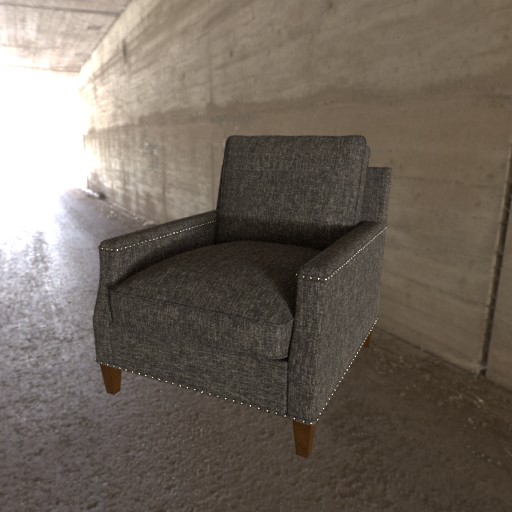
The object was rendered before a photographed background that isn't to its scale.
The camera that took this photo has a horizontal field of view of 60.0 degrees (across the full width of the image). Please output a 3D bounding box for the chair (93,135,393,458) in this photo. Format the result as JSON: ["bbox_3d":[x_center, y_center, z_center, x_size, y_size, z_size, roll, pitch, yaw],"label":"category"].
[{"bbox_3d":[0.000,0.000,1.772,0.853,0.943,1.014,7,16,26],"label":"chair"}]
